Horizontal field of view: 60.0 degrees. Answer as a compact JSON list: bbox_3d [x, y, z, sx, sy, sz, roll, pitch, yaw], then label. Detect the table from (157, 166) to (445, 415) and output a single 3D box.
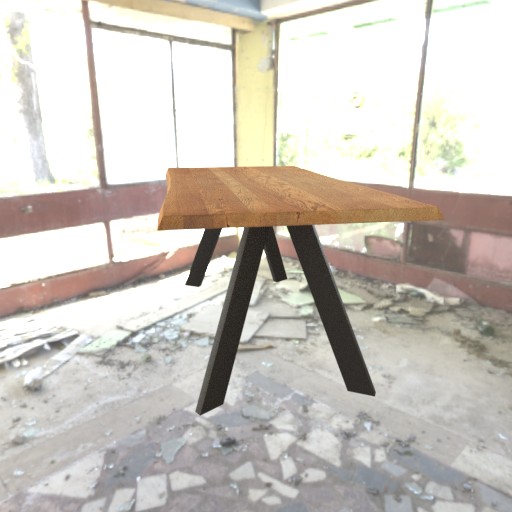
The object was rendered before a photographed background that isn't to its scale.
[{"bbox_3d":[0.000,0.000,2.278,0.900,0.770,1.800,-3,16,-10],"label":"table"}]
